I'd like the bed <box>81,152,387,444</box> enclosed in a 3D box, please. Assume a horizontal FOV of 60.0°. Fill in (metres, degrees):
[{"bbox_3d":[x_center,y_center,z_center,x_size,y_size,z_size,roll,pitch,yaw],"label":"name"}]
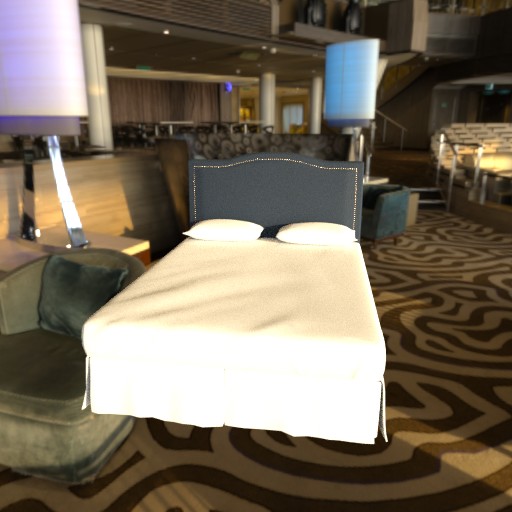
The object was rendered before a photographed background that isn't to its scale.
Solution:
[{"bbox_3d":[0.000,0.000,3.417,1.821,1.436,2.282,3,17,9],"label":"bed"}]
